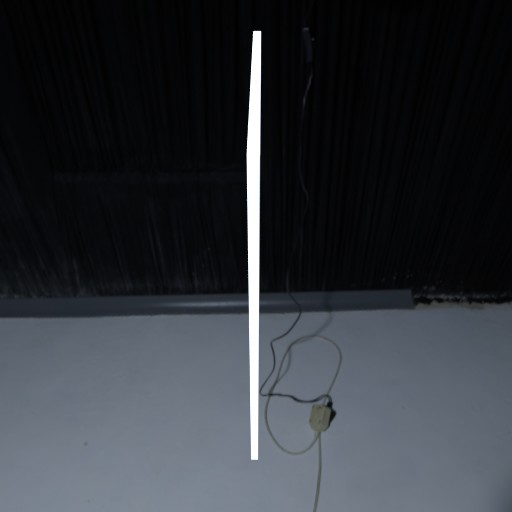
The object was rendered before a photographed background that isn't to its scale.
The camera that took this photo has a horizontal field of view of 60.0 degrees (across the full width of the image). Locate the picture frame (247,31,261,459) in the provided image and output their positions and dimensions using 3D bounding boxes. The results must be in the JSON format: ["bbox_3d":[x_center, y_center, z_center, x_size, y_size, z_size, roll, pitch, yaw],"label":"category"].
[{"bbox_3d":[0.000,0.000,0.827,0.013,0.657,0.457,0,41,0],"label":"picture frame"}]
